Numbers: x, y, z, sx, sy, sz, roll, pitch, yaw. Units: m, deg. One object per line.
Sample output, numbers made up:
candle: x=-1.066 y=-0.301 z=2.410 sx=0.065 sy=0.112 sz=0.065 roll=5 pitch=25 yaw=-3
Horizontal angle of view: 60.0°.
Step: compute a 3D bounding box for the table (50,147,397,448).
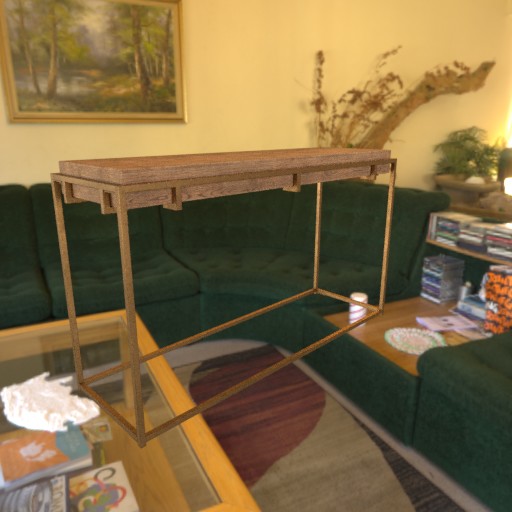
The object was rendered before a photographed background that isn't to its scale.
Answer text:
table: x=0.000 y=0.000 z=1.831 sx=1.400 sy=0.820 sz=0.440 roll=-16 pitch=22 yaw=-42
